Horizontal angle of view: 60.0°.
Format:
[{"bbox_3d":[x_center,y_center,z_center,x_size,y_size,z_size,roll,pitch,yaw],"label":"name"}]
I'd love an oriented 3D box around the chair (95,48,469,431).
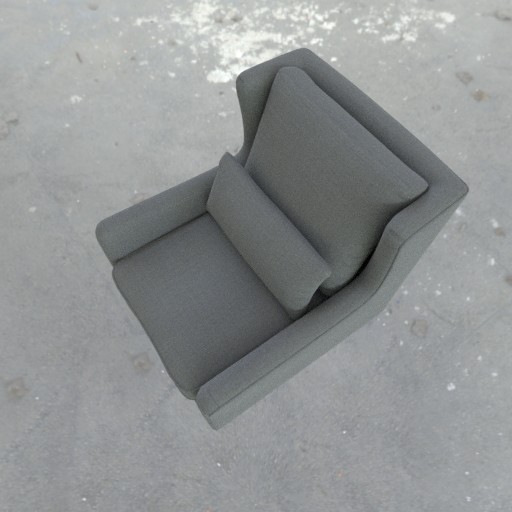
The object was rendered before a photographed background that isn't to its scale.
[{"bbox_3d":[0.000,0.000,1.772,1.040,1.056,0.866,-31,65,-16],"label":"chair"}]
